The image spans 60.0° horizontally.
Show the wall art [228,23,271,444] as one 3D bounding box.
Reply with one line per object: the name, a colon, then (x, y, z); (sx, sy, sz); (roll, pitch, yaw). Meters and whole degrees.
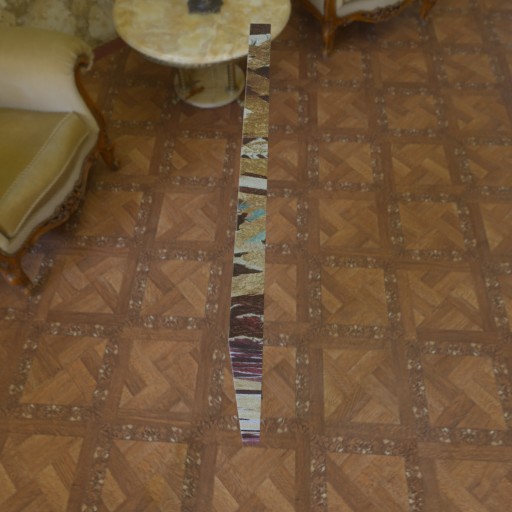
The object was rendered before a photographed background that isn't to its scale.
wall art: (0.000, 0.000, 0.898); (0.041, 0.613, 0.609); (2, 57, 1)
